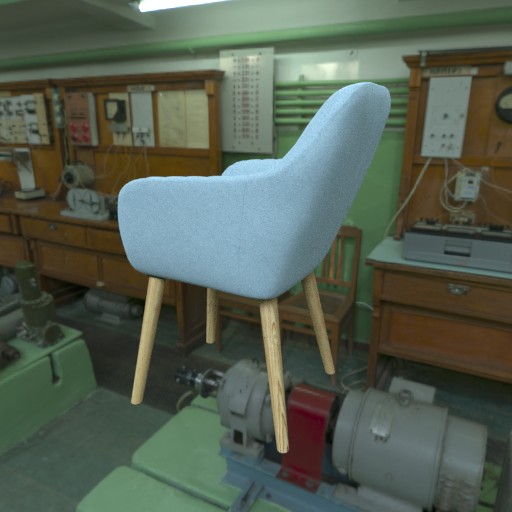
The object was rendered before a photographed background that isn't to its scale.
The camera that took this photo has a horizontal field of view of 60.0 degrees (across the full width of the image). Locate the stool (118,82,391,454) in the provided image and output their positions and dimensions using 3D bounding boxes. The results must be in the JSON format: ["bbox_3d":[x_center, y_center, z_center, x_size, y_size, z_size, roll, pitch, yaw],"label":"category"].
[{"bbox_3d":[0.000,0.000,1.172,0.590,0.830,0.503,8,19,25],"label":"stool"}]
